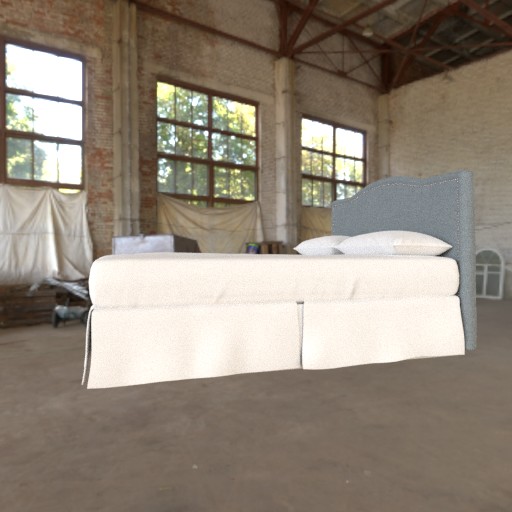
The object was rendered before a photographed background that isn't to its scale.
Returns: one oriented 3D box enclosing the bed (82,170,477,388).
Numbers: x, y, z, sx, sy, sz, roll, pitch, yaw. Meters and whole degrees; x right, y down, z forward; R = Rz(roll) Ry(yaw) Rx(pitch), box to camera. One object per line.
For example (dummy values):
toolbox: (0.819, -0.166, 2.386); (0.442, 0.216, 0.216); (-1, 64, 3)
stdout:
bed: (0.000, 0.000, 3.786); (2.689, 1.457, 2.161); (0, 0, -18)
